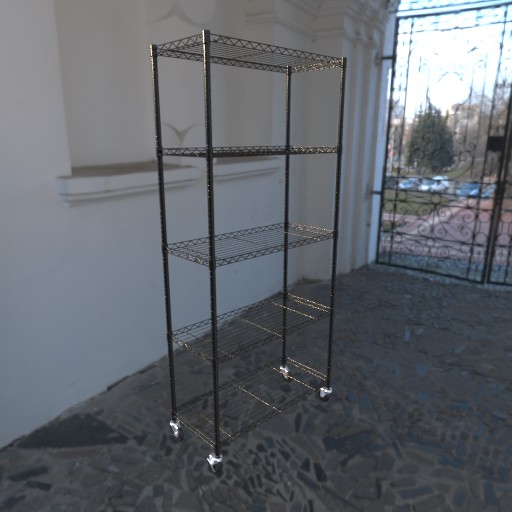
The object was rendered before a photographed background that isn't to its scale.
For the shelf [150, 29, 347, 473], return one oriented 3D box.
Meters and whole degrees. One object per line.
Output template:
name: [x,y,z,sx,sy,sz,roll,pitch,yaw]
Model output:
shelf: [0.000,0.000,1.939,0.762,1.645,0.356,-14,20,-42]
